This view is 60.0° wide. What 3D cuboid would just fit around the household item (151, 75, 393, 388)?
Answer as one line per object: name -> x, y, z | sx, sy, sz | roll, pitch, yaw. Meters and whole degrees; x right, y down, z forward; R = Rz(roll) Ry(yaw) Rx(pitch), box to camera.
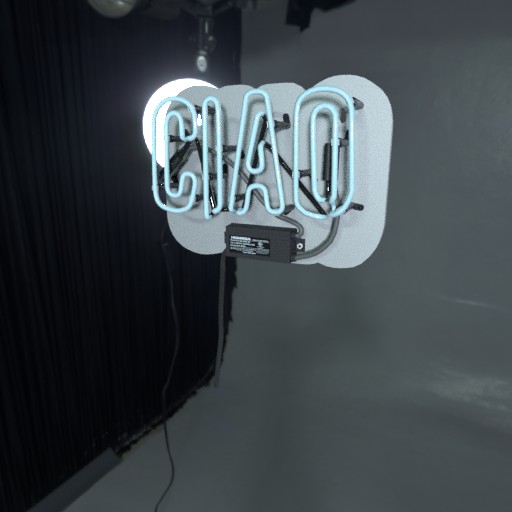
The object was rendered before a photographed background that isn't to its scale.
household item -> 0.000, 0.000, 0.390 | 0.211, 0.294, 0.042 | 7, 16, 25
